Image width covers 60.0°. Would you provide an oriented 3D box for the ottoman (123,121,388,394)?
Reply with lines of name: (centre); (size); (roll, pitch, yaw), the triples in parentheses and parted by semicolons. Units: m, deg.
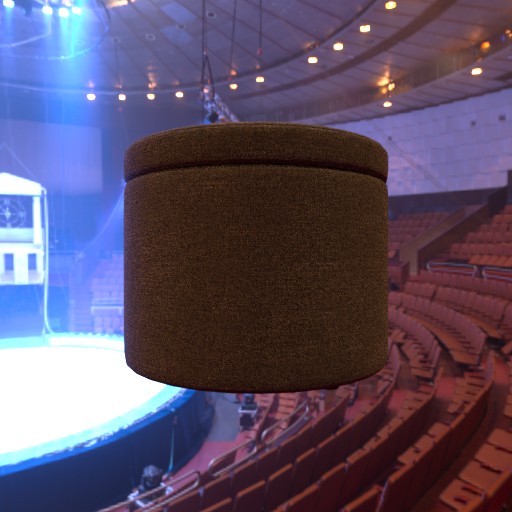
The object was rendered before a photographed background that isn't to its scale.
ottoman: (0.000, 0.000, 0.873); (0.500, 0.419, 0.500); (0, 0, 0)
